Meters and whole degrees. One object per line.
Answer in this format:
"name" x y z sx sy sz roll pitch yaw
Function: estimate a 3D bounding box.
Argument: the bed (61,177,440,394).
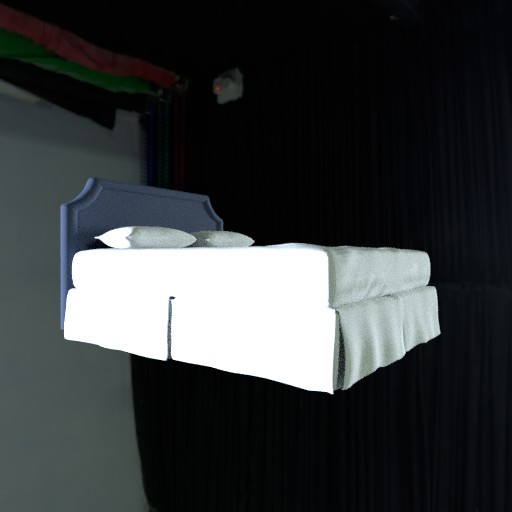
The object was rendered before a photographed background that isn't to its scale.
"bed" 0.000 0.000 4.084 2.773 1.488 2.350 0 0 35
